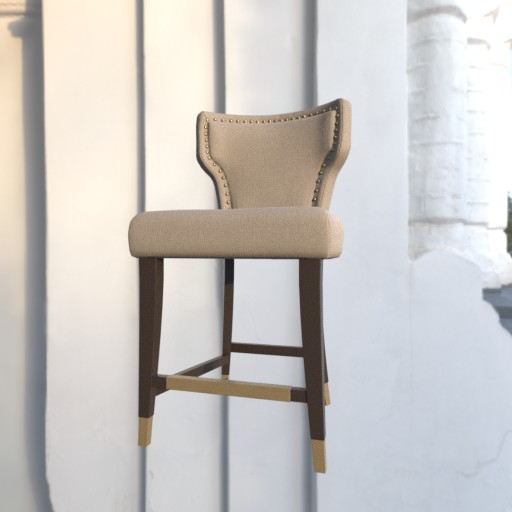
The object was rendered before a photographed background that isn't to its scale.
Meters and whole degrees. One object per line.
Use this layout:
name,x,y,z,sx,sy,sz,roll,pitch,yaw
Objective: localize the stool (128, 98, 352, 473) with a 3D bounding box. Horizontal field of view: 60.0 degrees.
stool,0.000,0.000,1.310,0.527,0.982,0.563,0,1,17
